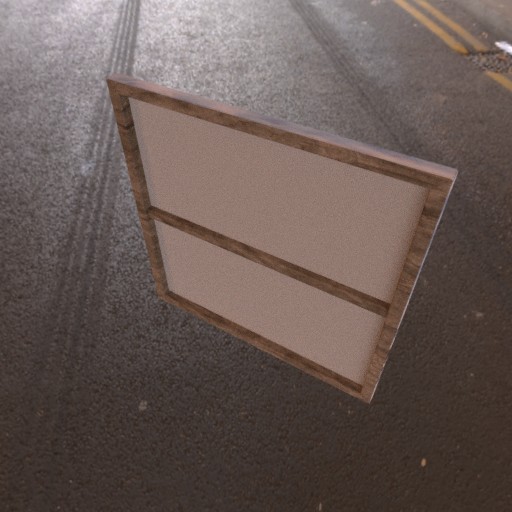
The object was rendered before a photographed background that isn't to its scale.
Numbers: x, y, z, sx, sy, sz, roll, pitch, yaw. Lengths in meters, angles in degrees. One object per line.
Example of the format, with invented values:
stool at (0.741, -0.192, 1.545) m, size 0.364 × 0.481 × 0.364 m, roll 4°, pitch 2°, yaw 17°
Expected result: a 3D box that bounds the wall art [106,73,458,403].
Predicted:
wall art at (0.000, 0.000, 1.106) m, size 0.747 × 0.747 × 0.035 m, roll 23°, pitch 49°, yaw 21°
